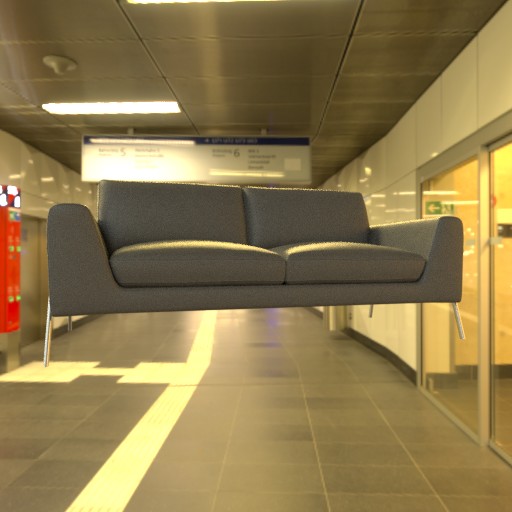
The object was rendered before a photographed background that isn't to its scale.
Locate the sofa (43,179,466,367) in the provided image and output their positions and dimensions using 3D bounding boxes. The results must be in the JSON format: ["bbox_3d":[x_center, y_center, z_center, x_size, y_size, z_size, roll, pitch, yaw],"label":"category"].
[{"bbox_3d":[0.000,0.000,2.462,2.017,0.875,0.953,0,0,-17],"label":"sofa"}]
